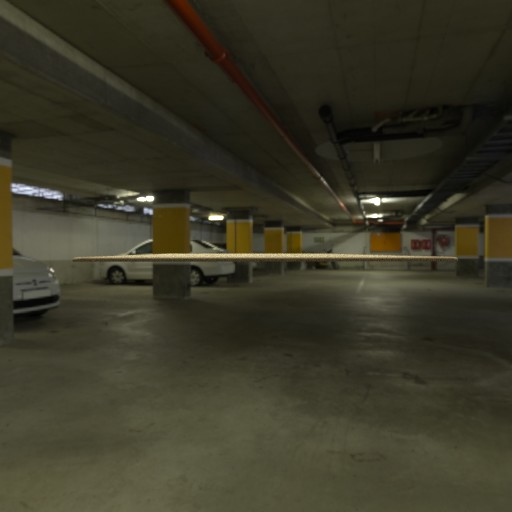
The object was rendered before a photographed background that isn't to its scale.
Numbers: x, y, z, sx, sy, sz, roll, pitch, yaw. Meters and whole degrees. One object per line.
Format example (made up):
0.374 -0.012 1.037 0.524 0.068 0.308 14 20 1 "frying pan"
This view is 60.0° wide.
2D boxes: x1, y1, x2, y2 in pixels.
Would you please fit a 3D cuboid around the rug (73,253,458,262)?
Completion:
0.000 0.000 2.039 1.062 0.013 1.667 0 1 -3 "rug"
